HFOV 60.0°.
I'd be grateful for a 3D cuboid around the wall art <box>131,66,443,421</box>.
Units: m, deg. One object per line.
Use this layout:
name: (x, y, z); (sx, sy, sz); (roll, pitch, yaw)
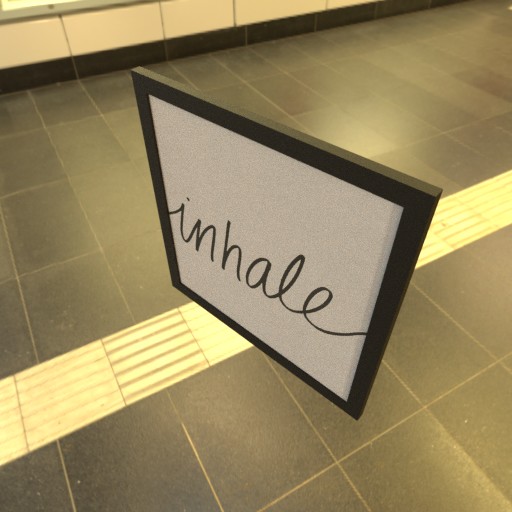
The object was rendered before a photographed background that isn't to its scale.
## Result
wall art: (0.000, 0.000, 0.532); (0.356, 0.356, 0.013); (31, 52, 28)
